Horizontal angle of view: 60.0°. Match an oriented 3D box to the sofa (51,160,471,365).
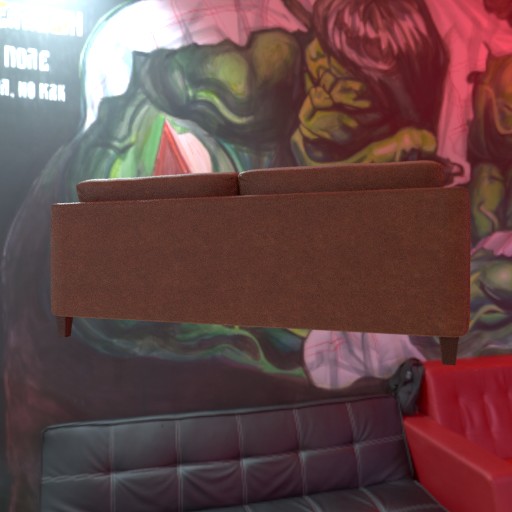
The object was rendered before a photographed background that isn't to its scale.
[{"bbox_3d":[0.000,0.000,2.635,2.204,0.932,0.950,0,0,18],"label":"sofa"}]
